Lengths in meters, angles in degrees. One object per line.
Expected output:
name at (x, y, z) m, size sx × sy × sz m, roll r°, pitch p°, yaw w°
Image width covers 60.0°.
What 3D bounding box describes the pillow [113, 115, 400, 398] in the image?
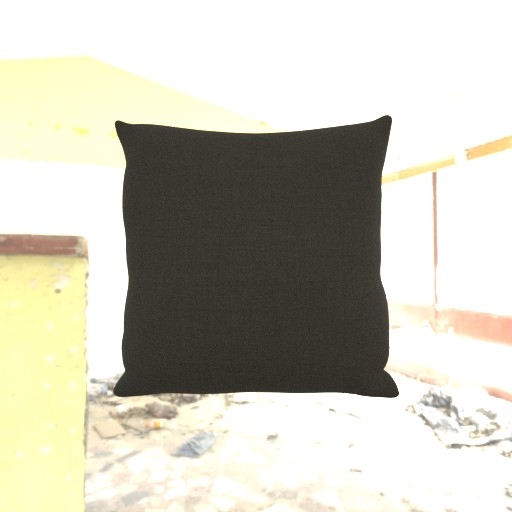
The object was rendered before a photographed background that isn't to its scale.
pillow at (0.000, 0.000, 0.786) m, size 0.503 × 0.496 × 0.208 m, roll 0°, pitch -1°, yaw 1°
